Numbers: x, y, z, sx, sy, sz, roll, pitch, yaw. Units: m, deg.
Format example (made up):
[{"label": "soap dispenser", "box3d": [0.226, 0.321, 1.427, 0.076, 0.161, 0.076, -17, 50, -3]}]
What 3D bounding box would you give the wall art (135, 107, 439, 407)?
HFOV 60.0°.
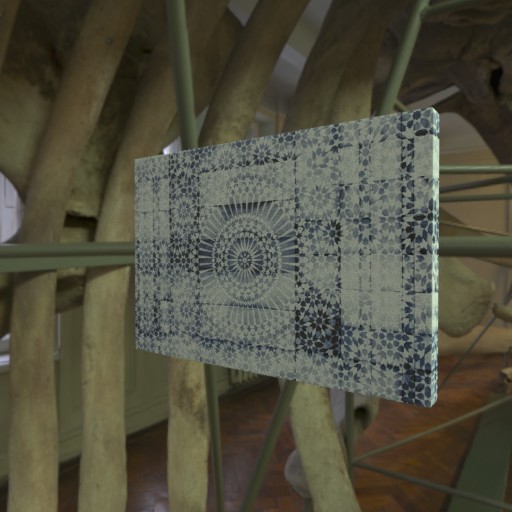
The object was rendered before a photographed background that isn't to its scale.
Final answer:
[{"label": "wall art", "box3d": [0.000, 0.000, 1.180, 0.911, 0.608, 0.057, 1, 1, 35]}]
